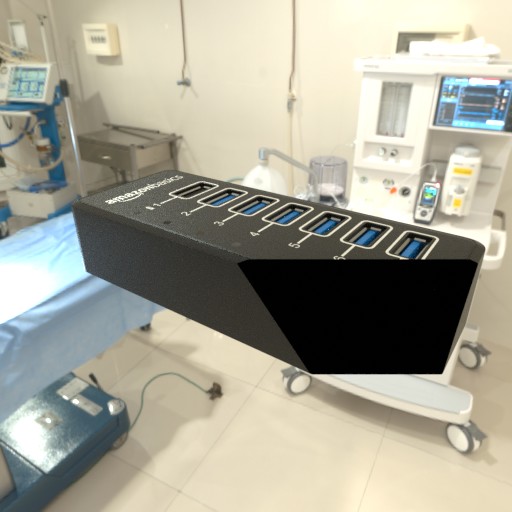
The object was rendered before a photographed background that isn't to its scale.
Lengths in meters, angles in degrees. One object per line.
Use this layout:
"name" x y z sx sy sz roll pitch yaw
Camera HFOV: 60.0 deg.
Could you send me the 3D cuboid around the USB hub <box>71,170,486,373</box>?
"USB hub" 0.000 0.000 0.126 0.110 0.023 0.044 18 33 31
